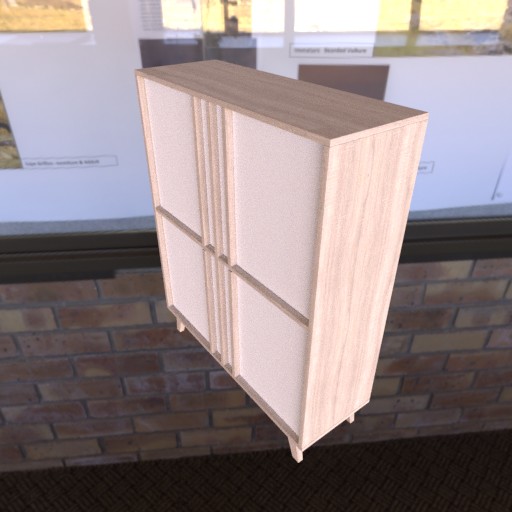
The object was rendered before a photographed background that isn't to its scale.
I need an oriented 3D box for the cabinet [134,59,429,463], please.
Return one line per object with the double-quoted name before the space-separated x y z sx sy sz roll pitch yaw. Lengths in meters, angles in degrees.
"cabinet" 0.000 0.000 1.907 0.398 1.388 1.111 -23 39 -31
